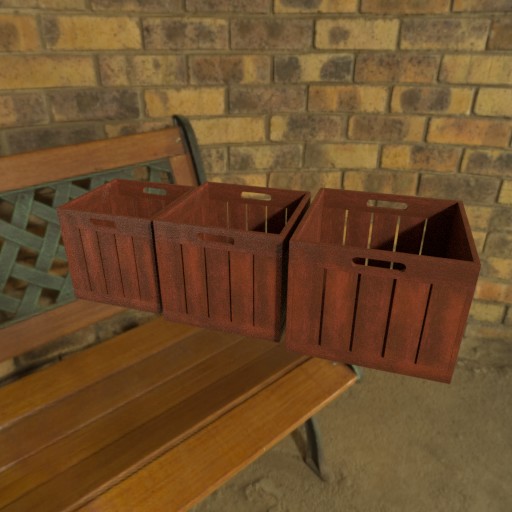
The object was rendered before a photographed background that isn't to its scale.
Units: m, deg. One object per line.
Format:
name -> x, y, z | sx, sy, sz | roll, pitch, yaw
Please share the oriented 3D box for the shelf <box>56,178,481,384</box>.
shelf -> 0.000, 0.000, 1.261 | 1.064, 0.311, 0.393 | 8, 28, 16
